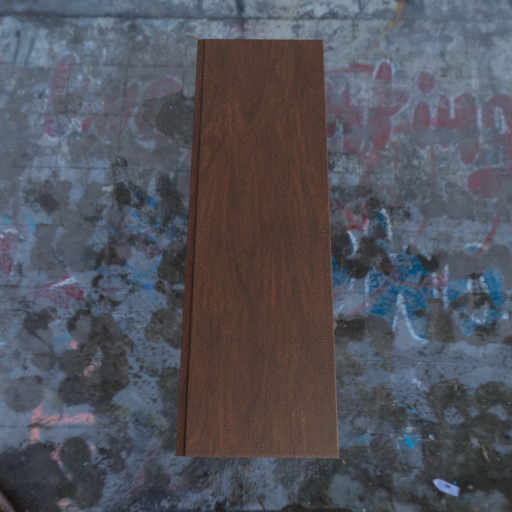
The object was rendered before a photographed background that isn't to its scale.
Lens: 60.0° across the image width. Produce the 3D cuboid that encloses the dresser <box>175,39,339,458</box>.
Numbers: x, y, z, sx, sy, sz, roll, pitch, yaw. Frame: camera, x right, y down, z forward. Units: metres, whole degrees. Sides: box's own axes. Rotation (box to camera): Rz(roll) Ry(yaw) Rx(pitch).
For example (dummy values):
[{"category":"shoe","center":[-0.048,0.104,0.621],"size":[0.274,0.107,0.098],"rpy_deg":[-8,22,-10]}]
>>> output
[{"category":"dresser","center":[0.000,0.000,1.925],"size":[0.500,0.889,1.472],"rpy_deg":[1,74,0]}]
